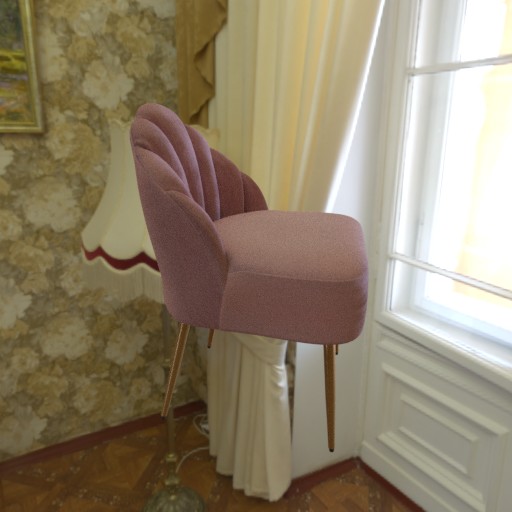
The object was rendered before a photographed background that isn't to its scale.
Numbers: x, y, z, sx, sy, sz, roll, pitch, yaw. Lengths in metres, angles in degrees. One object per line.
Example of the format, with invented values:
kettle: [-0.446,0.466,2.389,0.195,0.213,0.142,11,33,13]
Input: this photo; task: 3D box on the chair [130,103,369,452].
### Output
chair: [0.000,0.000,1.243,0.599,0.819,0.657,3,16,11]
